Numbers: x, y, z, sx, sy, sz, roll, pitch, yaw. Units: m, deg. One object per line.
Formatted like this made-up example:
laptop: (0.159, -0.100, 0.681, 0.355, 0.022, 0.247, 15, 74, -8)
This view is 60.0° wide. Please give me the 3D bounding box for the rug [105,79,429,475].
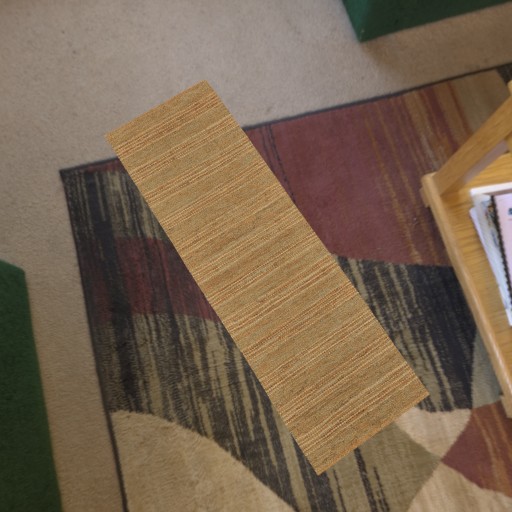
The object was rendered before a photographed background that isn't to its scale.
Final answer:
rug: (0.000, 0.000, 2.713, 0.783, 0.006, 2.438, -32, 79, -7)
